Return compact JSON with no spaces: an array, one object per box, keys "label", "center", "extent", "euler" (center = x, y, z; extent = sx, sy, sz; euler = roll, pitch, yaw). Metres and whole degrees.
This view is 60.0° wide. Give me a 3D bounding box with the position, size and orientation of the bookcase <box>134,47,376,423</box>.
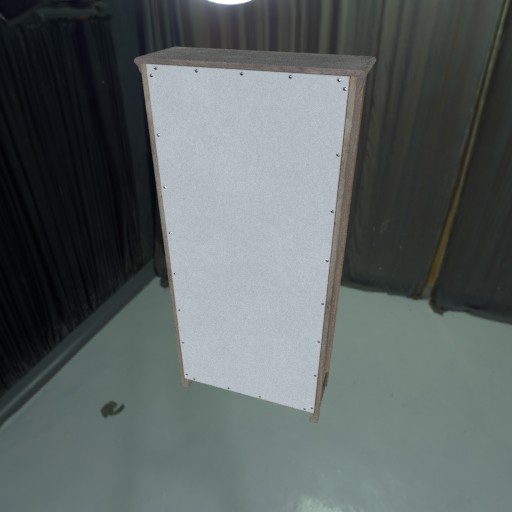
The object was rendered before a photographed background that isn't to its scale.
[{"label":"bookcase","center":[0.000,0.000,2.267],"extent":[0.906,1.880,0.348],"euler":[10,34,16]}]
